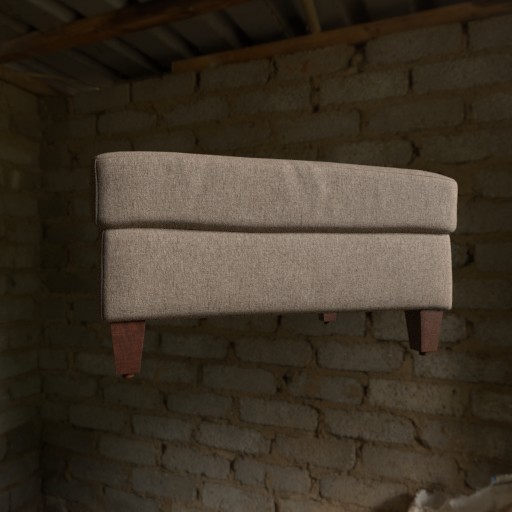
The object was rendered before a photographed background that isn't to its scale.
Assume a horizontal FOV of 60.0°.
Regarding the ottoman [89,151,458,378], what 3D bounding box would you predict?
[{"bbox_3d":[0.000,0.000,1.306,0.889,0.511,0.692,0,0,-17],"label":"ottoman"}]
